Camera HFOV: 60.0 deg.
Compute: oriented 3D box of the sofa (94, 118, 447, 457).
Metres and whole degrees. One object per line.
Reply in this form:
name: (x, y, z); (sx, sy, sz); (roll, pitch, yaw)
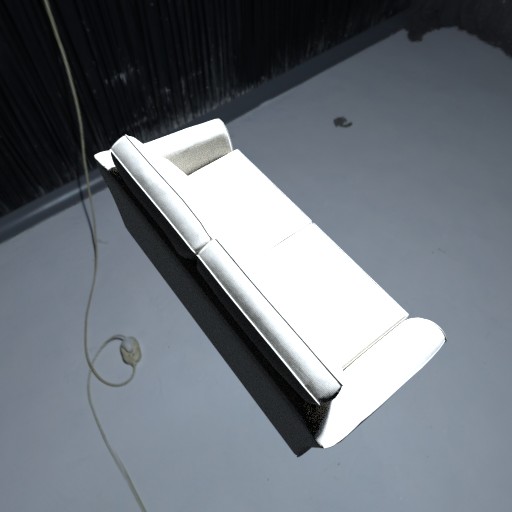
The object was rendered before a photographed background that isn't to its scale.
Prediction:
sofa: (0.000, 0.000, 2.797); (0.980, 0.965, 2.270); (-33, 63, -19)
